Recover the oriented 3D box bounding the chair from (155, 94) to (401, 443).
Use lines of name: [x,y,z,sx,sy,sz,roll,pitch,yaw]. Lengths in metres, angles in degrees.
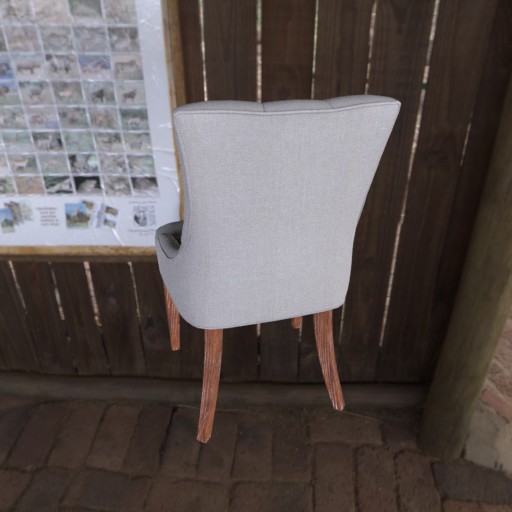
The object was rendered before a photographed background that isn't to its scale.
chair: [0.000,0.000,1.208,0.509,0.874,0.565,-8,28,-15]
